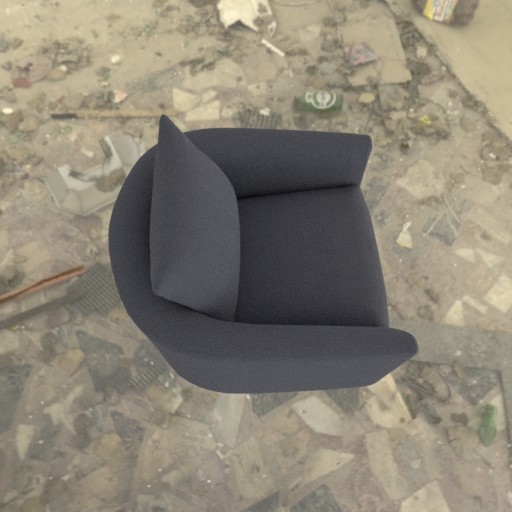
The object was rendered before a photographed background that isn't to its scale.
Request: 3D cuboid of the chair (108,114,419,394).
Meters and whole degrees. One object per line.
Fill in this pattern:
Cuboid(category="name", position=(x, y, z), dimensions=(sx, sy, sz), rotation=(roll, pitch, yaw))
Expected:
Cuboid(category="chair", position=(0.000, 0.000, 1.583), dimensions=(0.910, 0.848, 0.845), rotation=(-3, 63, -1))
